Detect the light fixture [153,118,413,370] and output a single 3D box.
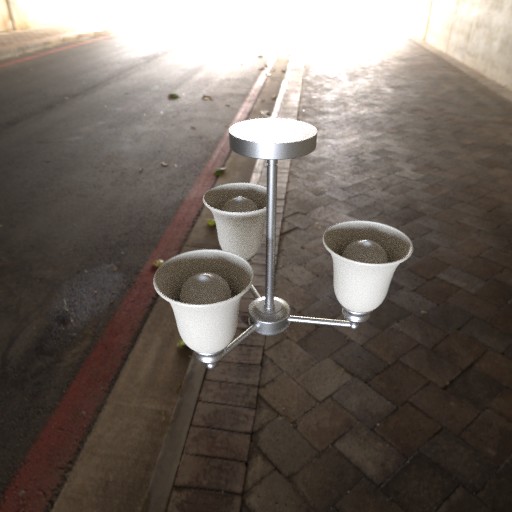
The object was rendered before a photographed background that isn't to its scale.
[{"bbox_3d":[0.000,0.000,0.677,0.388,0.370,0.354,23,39,32],"label":"light fixture"}]
